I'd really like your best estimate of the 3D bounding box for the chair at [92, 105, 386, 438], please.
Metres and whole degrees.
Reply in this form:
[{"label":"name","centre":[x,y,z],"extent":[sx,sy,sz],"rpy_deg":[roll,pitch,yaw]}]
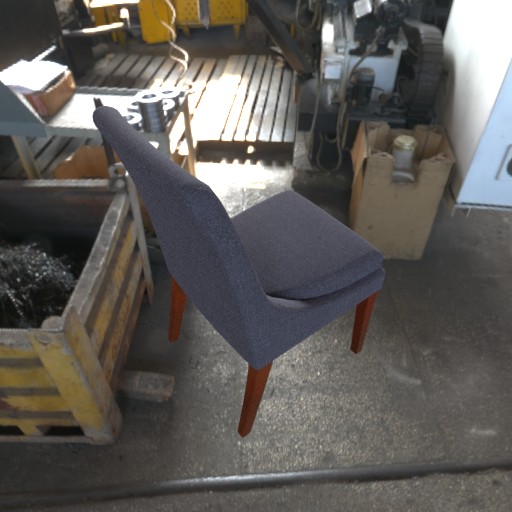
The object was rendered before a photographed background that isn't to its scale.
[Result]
[{"label":"chair","centre":[0.000,0.000,1.341],"extent":[0.655,0.952,0.508],"rpy_deg":[-27,49,-26]}]
